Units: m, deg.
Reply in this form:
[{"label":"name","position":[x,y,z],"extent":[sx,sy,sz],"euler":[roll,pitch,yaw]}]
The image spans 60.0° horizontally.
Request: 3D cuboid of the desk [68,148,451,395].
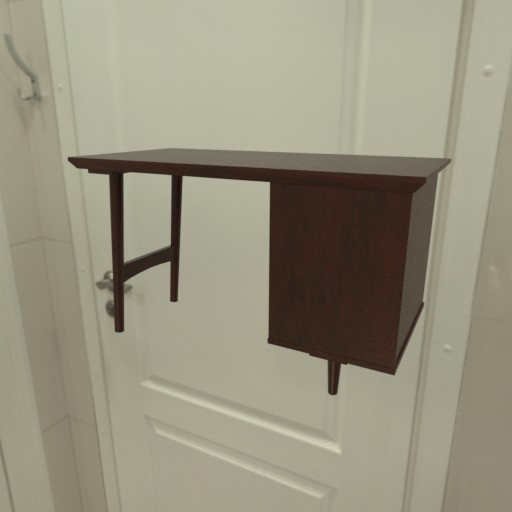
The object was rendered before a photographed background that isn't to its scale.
[{"label":"desk","position":[0.000,0.000,1.745],"extent":[1.277,0.758,0.612],"euler":[9,19,27]}]
